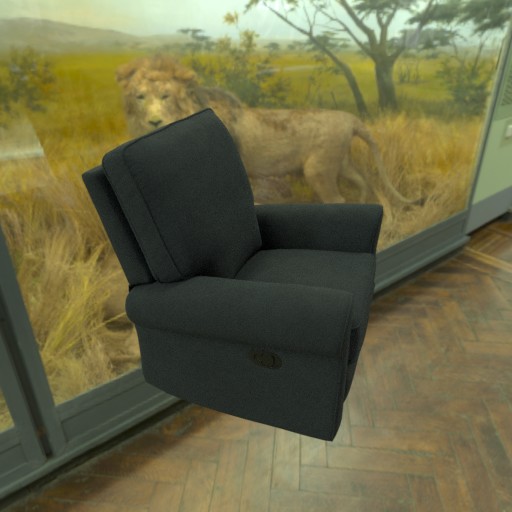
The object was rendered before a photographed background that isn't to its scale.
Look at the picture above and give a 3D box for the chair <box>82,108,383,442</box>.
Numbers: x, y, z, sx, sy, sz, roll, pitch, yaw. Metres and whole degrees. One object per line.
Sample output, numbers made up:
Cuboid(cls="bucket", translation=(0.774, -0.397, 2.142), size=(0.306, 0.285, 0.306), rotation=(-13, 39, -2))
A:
Cuboid(cls="chair", translation=(0.000, 0.000, 1.684), size=(0.878, 0.961, 0.890), rotation=(10, 30, 18))
